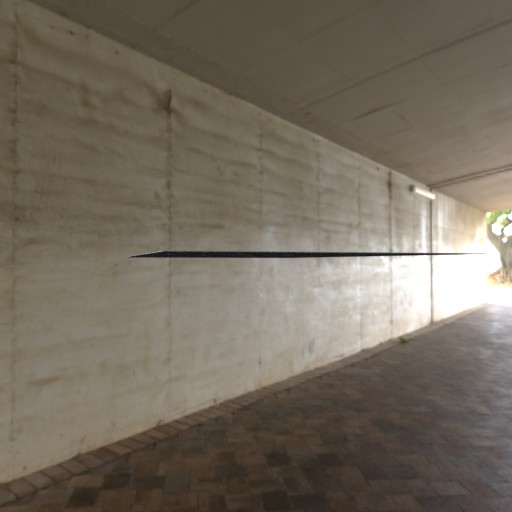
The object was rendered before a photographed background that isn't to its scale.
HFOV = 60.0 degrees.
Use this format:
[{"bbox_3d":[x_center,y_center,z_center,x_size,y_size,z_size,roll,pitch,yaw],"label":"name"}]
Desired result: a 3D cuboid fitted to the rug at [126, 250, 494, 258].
[{"bbox_3d":[0.000,0.000,2.285,1.206,0.003,1.835,0,-1,-20],"label":"rug"}]
